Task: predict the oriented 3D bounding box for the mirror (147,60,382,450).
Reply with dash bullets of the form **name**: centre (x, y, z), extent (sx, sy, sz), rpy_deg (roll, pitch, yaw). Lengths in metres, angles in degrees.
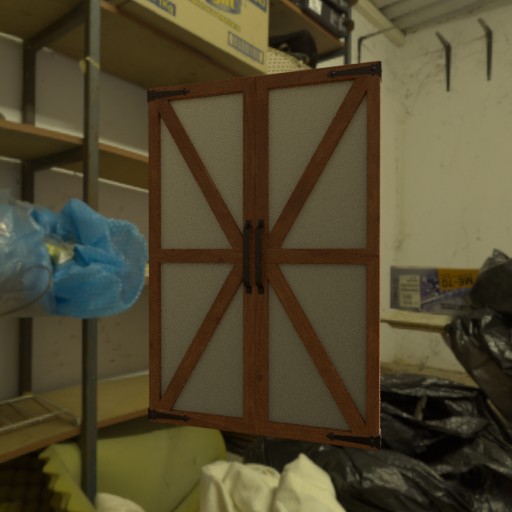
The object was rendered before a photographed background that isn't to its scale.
- **mirror**: centre (0.000, 0.000, 0.948), extent (0.517, 0.761, 0.053), rpy_deg (0, 1, 17)
